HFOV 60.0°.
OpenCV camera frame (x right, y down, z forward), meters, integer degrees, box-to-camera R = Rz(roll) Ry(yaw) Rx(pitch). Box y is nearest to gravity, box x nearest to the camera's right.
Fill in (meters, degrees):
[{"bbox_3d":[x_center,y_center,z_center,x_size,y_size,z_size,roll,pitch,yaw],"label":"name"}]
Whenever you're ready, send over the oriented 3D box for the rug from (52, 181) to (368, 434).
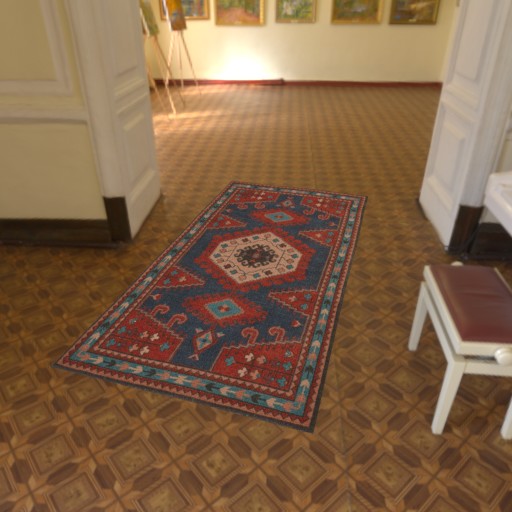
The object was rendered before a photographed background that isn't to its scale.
[{"bbox_3d":[0.000,0.000,3.589,1.522,0.034,3.032,9,32,15],"label":"rug"}]
